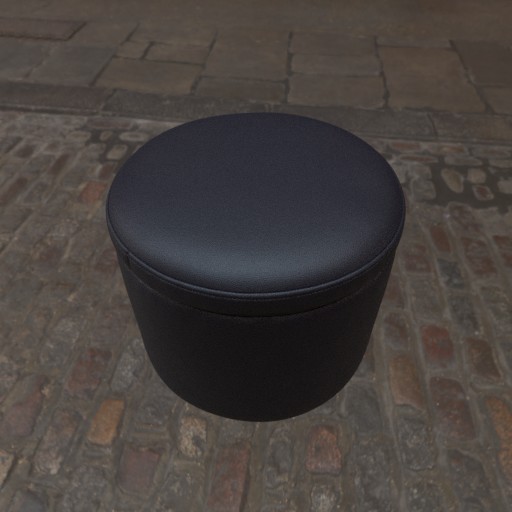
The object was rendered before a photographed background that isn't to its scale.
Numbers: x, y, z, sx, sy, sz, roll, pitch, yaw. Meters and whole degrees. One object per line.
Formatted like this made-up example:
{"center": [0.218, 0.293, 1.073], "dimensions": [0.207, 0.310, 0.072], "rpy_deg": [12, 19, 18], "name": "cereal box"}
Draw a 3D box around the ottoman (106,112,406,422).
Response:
{"center": [0.000, 0.000, 0.869], "dimensions": [0.501, 0.409, 0.501], "rpy_deg": [0, 45, 0], "name": "ottoman"}
